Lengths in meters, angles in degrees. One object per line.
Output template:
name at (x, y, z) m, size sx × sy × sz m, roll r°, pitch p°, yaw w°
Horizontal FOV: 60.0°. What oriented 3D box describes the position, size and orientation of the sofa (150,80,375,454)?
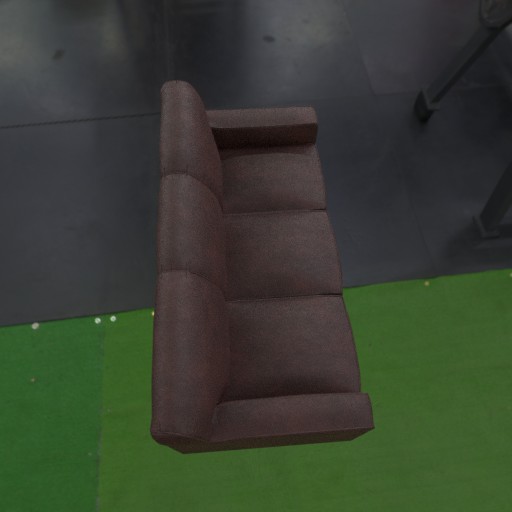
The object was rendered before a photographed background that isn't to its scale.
sofa at (0.000, 0.000, 2.580) m, size 1.008 × 0.953 × 2.039 m, roll -4°, pitch 62°, yaw -2°
